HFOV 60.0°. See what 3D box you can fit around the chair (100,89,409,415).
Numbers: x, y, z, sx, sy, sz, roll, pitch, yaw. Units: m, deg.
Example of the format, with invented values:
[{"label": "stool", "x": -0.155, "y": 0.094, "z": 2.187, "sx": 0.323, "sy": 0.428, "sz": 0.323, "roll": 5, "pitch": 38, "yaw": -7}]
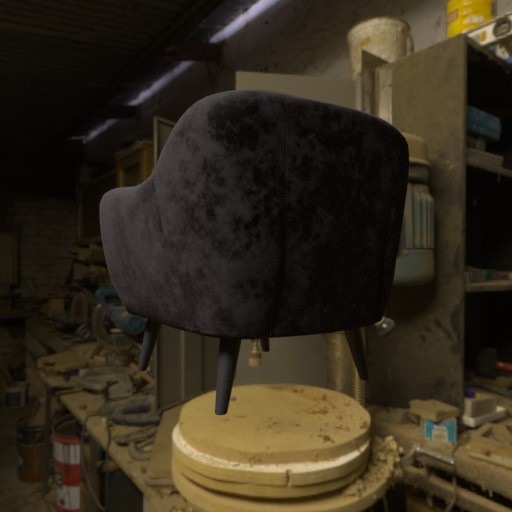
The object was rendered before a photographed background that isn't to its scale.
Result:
[{"label": "chair", "x": 0.000, "y": 0.000, "z": 1.479, "sx": 0.840, "sy": 0.807, "sz": 0.819, "roll": 0, "pitch": 0, "yaw": -36}]
